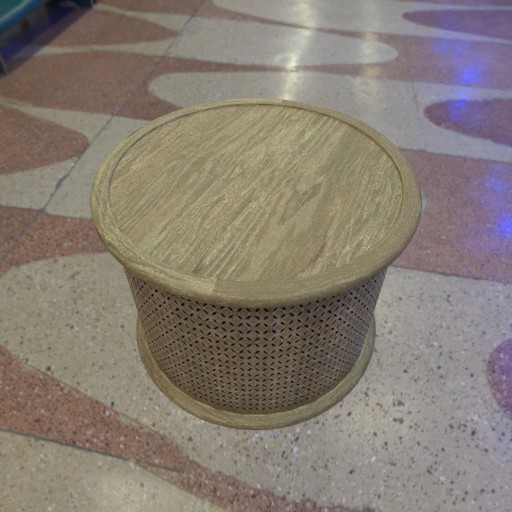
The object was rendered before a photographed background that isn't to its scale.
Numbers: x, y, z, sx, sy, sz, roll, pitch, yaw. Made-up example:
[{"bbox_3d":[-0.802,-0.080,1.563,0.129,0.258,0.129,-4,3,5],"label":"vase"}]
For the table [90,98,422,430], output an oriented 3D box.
[{"bbox_3d":[0.000,0.000,0.991,0.607,0.450,0.607,0,46,0],"label":"table"}]
